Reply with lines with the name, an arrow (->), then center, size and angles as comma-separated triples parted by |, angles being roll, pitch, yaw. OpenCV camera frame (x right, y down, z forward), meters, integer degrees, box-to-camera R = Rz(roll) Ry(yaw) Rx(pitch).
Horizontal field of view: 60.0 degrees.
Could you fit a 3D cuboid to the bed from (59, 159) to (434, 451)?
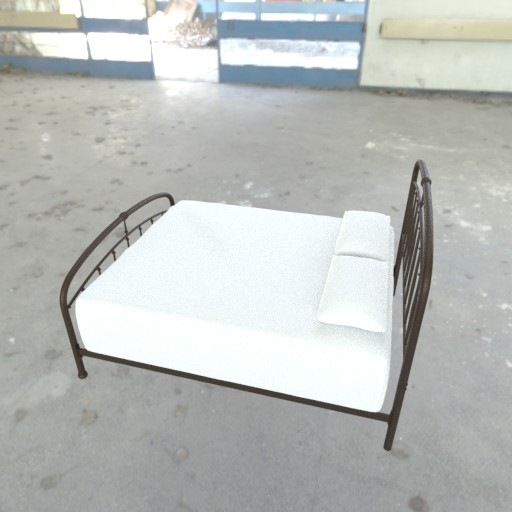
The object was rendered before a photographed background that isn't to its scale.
bed -> 0.000, 0.000, 3.253 | 2.180, 1.425, 1.711 | 8, 32, 13
